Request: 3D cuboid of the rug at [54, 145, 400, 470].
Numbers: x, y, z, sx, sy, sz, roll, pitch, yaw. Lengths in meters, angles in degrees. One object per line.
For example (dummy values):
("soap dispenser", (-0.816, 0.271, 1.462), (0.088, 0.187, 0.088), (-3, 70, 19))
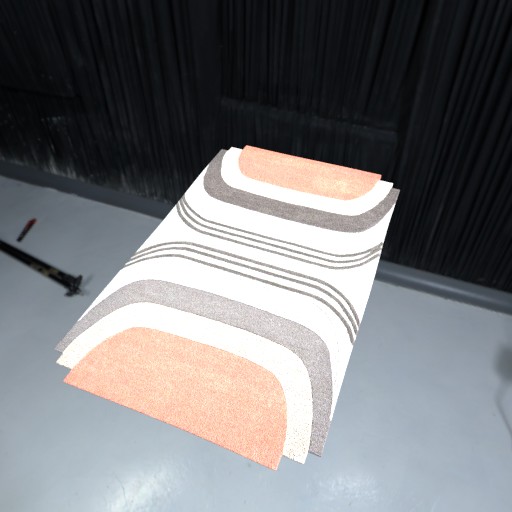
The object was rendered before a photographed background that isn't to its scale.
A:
("rug", (0.000, 0.000, 2.939), (1.530, 0.017, 2.446), (16, 48, 15))
